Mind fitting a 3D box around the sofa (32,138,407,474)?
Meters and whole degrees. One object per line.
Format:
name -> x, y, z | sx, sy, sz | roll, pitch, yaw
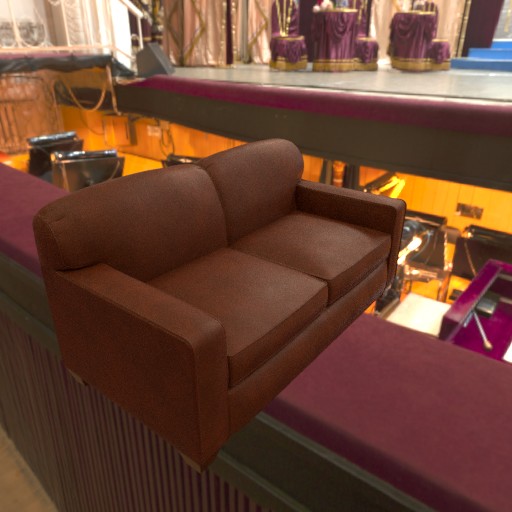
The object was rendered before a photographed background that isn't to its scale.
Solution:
sofa -> 0.000, 0.000, 2.386 | 1.000, 0.966, 1.856 | 19, 31, 34
